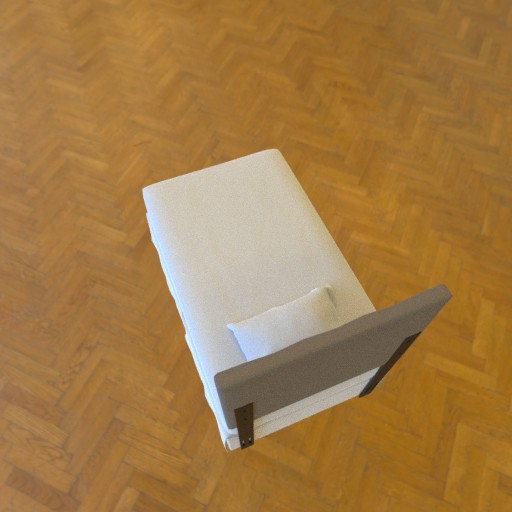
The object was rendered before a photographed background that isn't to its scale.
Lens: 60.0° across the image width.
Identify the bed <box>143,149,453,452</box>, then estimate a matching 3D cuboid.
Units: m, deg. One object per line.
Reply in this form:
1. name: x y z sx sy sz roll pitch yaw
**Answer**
1. bed: 0.000 0.000 3.024 1.261 1.571 1.997 -19 60 -11
